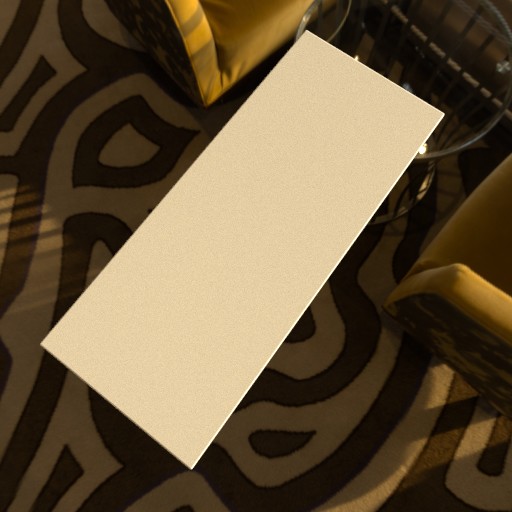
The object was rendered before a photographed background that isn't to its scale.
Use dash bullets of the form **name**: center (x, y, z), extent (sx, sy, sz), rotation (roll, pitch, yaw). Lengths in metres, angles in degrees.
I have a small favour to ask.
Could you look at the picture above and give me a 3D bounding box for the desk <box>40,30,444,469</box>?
- **desk**: center (0.000, 0.000, 1.616), extent (0.508, 0.775, 1.220), rotation (36, 78, 9)
